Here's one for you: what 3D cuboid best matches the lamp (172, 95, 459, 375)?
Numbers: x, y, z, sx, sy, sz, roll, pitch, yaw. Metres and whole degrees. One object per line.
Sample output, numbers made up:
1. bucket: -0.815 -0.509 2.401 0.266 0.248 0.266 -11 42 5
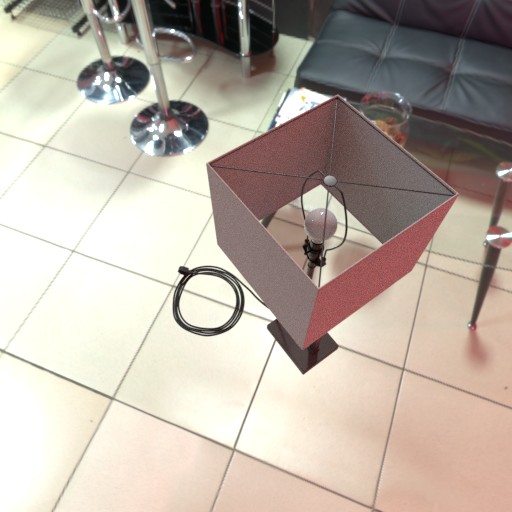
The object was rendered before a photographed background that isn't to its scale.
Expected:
1. lamp: 0.000 0.000 1.001 0.399 0.660 0.504 -32 64 -17
